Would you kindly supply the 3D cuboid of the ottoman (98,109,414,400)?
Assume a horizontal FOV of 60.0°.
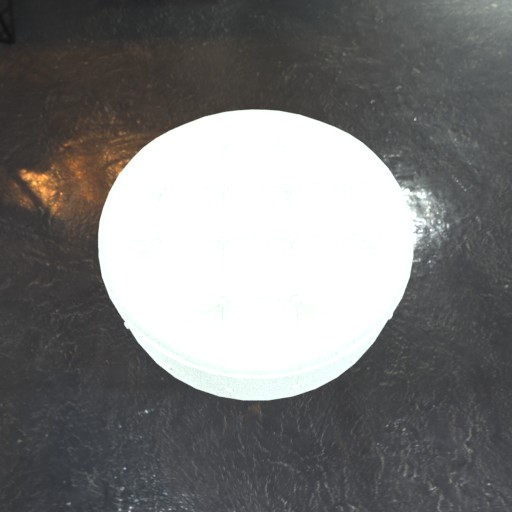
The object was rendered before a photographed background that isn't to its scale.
[{"bbox_3d":[0.000,0.000,1.355,0.850,0.483,0.850,0,58,0],"label":"ottoman"}]
